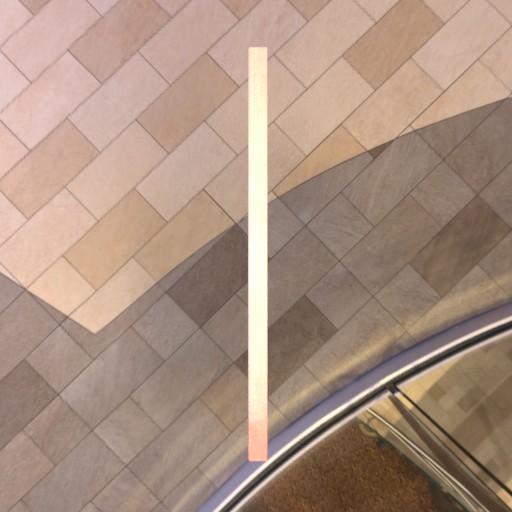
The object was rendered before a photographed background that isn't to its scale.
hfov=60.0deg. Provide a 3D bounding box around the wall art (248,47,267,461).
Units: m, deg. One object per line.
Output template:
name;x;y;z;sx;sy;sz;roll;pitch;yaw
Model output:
wall art;0.000;0.000;1.323;0.039;1.016;0.761;0;89;0
